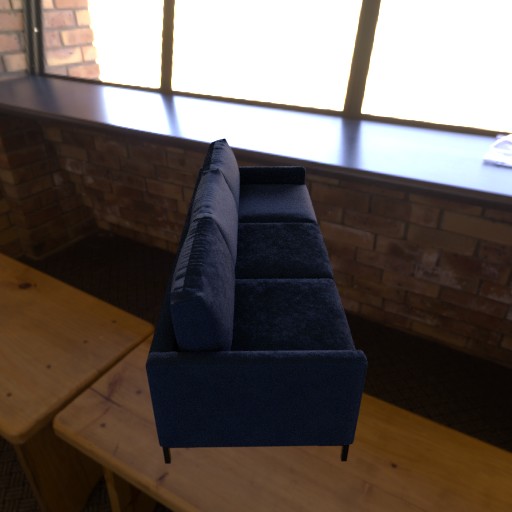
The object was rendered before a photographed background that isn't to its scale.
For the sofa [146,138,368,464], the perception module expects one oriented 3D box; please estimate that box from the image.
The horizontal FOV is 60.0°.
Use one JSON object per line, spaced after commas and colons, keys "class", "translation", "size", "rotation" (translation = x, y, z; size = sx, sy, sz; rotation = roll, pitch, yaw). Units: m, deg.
{"class": "sofa", "translation": [0.000, 0.000, 2.714], "size": [0.875, 0.879, 2.252], "rotation": [0, 31, -1]}
